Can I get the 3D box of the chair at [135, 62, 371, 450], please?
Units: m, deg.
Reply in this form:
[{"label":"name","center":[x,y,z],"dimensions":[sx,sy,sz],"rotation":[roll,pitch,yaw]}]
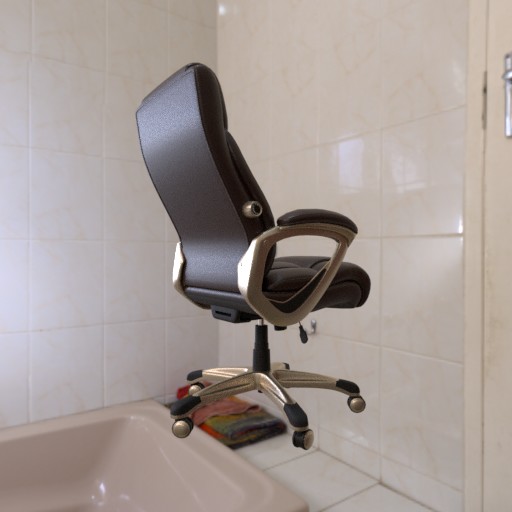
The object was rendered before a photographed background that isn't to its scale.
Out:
[{"label":"chair","center":[0.000,0.000,1.661],"dimensions":[0.749,1.194,0.692],"rotation":[0,1,-35]}]
